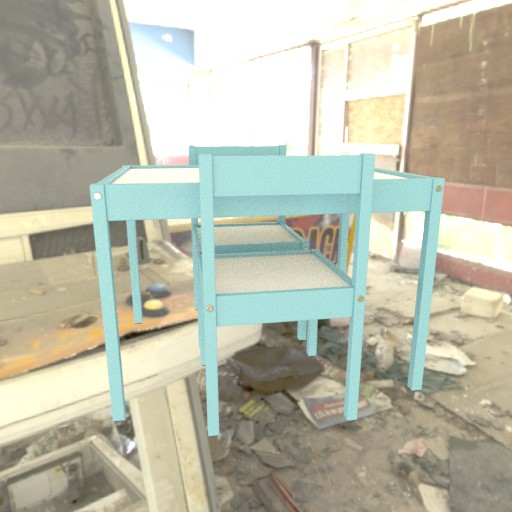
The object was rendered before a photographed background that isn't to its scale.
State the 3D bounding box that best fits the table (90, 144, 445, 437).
[{"bbox_3d":[0.000,0.000,1.063,0.639,0.503,0.633,-3,16,-10],"label":"table"}]
